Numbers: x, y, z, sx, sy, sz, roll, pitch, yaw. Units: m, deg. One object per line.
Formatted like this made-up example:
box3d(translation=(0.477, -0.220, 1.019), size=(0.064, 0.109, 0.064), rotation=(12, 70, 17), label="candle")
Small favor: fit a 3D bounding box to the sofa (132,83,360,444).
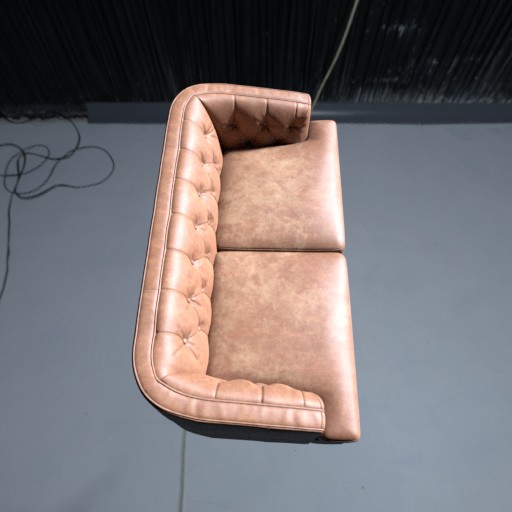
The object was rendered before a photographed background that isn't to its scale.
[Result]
box3d(translation=(0.000, 0.000, 2.267), size=(0.914, 0.786, 1.755), rotation=(1, 63, 1), label="sofa")
